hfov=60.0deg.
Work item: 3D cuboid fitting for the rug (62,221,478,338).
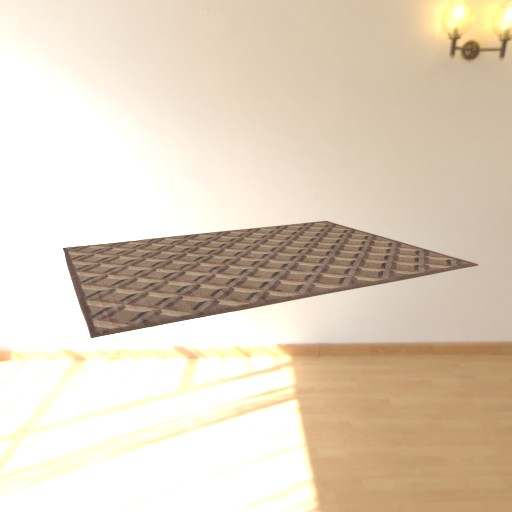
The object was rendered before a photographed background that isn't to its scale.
[{"bbox_3d":[0.000,0.000,2.911,2.260,0.013,1.600,-7,17,-26],"label":"rug"}]
